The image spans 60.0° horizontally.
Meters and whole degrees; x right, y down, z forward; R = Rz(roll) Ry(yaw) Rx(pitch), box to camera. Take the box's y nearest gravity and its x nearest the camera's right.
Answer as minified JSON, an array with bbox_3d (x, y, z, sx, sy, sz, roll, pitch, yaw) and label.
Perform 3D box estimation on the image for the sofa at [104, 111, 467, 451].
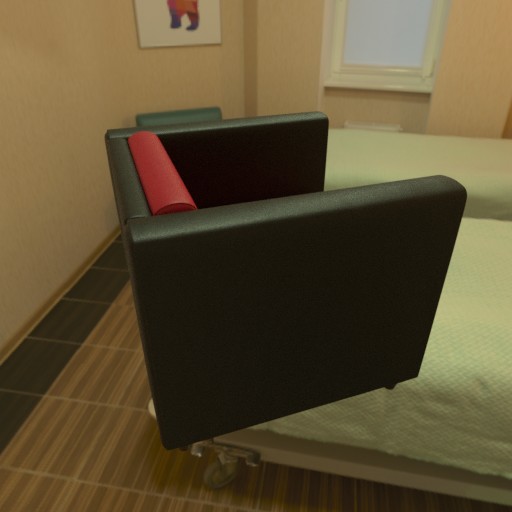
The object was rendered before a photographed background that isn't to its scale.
[{"bbox_3d":[0.000,0.000,1.452,0.809,0.724,0.839,-10,33,-16],"label":"sofa"}]
